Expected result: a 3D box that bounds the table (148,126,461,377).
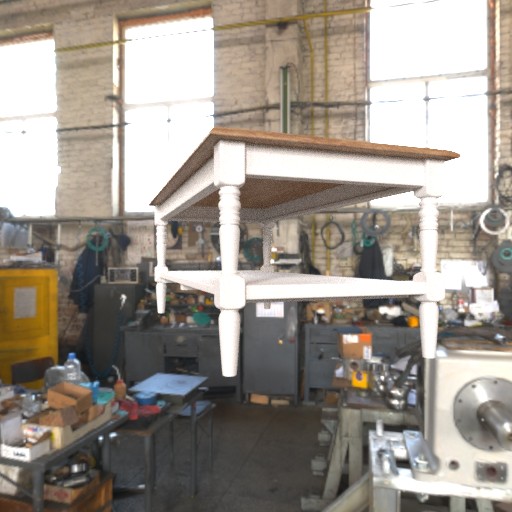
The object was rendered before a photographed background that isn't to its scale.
[{"bbox_3d":[0.000,0.000,1.399,0.559,0.458,1.118,0,0,-19],"label":"table"}]
